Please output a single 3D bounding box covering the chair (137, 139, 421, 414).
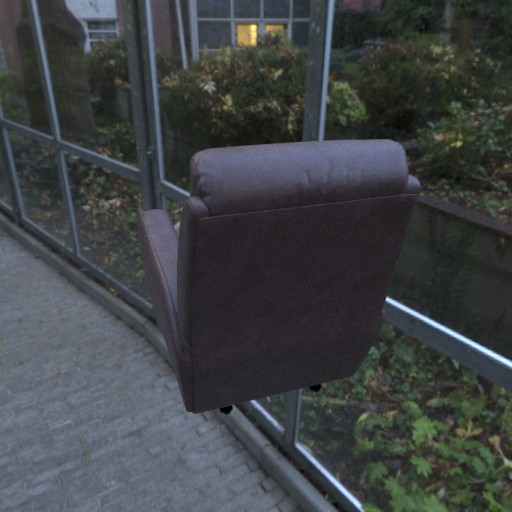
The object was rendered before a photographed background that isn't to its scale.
[{"bbox_3d":[0.000,0.000,1.792,0.865,1.067,1.067,-8,27,-16],"label":"chair"}]
